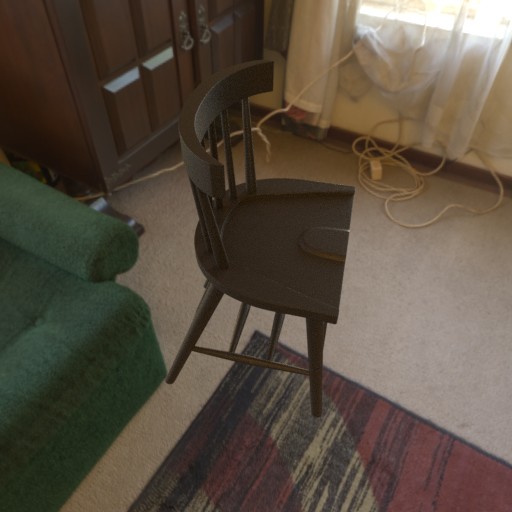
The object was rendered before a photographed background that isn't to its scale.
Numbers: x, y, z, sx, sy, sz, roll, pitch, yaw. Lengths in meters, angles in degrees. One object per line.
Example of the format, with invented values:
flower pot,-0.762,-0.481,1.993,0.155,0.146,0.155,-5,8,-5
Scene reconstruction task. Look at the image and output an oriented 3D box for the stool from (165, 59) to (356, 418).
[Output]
stool,0.000,0.000,1.304,0.549,0.953,0.494,10,48,9
